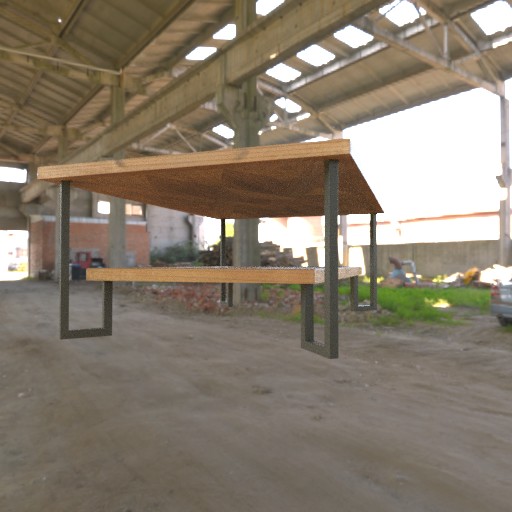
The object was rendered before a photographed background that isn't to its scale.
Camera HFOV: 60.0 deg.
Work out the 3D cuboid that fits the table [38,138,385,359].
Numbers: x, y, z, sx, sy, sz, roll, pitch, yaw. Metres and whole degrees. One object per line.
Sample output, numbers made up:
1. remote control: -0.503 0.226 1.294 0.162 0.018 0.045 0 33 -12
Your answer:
1. table: 0.000 0.000 1.688 0.877 0.492 1.238 0 -1 20
